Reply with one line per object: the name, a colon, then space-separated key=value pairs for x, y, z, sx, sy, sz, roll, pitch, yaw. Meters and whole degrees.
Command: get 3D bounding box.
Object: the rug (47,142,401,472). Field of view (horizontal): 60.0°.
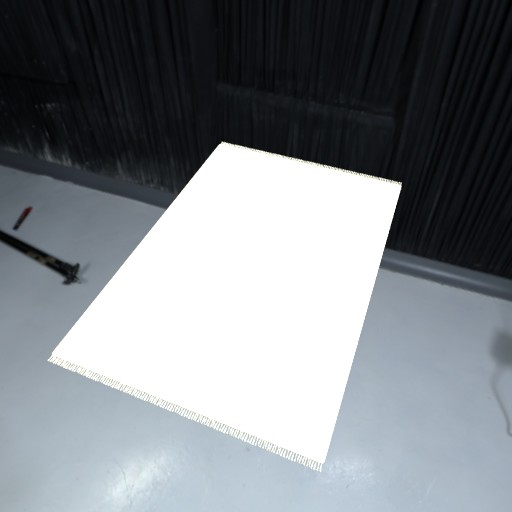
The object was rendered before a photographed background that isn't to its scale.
rug: x=0.000 y=0.000 z=2.875 sx=1.514 sy=0.011 sz=2.233 roll=16 pitch=49 yaw=14
